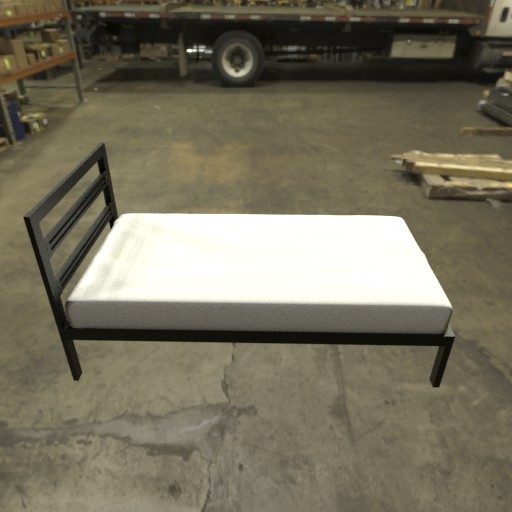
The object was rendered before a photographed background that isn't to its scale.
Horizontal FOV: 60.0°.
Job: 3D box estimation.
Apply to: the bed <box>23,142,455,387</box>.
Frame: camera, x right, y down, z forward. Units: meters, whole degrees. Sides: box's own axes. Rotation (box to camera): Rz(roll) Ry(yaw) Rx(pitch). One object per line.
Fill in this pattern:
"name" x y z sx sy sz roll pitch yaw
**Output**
"bed" 0.000 0.000 2.491 1.930 0.967 0.991 1 32 1
